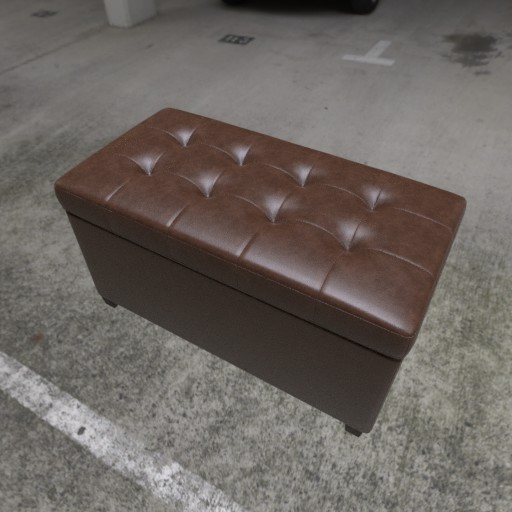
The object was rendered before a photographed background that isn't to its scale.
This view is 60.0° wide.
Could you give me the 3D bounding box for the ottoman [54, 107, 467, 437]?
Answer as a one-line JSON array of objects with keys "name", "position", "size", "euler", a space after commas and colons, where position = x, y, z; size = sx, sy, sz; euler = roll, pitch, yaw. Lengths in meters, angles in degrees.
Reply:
[{"name": "ottoman", "position": [0.000, 0.000, 1.133], "size": [0.838, 0.470, 0.432], "euler": [23, 50, 20]}]
